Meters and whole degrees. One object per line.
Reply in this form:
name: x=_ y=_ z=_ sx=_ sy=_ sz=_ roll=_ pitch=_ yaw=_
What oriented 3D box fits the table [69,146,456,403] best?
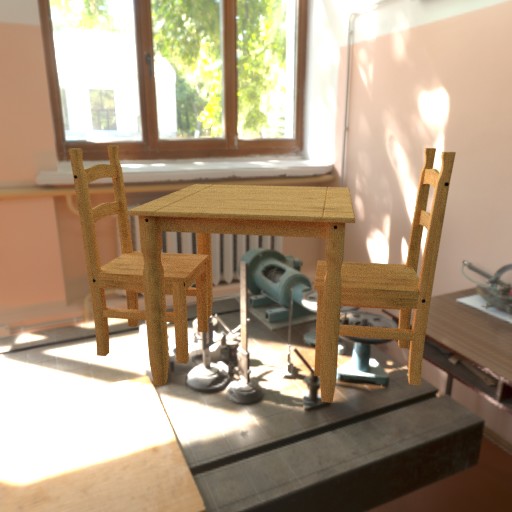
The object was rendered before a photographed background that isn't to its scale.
table: x=0.000 y=0.000 z=1.996 sx=1.501 sy=0.942 sz=0.813 roll=3 pitch=16 yaw=10
